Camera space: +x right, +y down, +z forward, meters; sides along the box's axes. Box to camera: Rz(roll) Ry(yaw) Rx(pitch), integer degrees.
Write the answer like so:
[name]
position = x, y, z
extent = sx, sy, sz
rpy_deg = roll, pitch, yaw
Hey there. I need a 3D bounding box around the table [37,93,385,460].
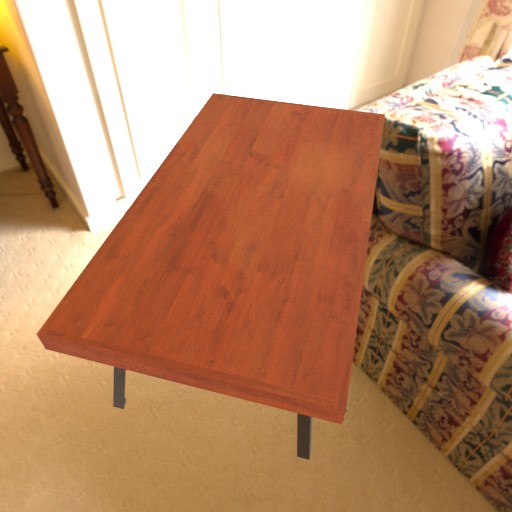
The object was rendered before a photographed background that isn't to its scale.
[table]
position = 0.000, 0.000, 1.338
extent = 0.610, 0.457, 1.067
rpy_deg = 11, 47, 10
